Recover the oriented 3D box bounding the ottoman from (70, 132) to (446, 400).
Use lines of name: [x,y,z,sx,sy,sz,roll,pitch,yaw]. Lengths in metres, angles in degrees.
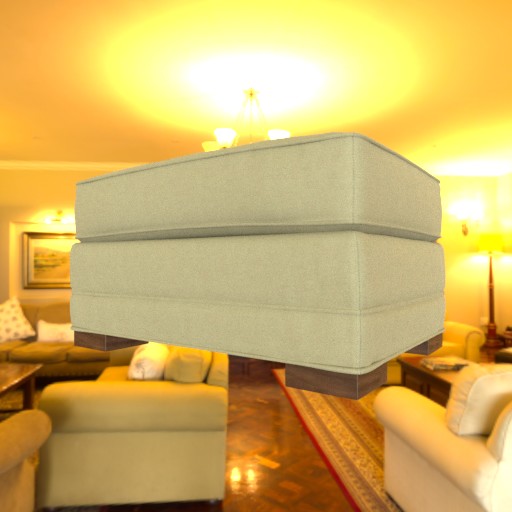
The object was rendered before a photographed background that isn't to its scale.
ottoman: [0.000,0.000,1.186,0.848,0.482,0.611,-1,-1,36]
